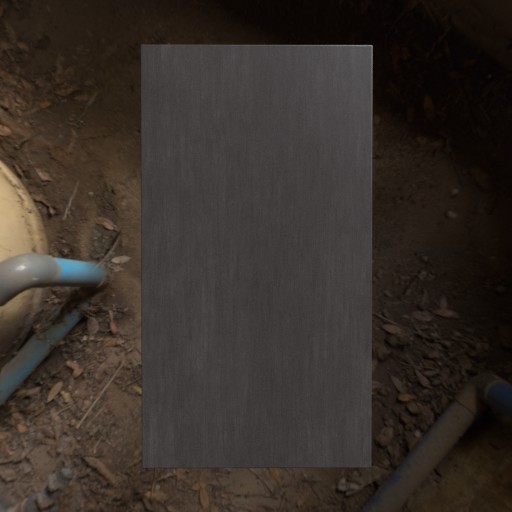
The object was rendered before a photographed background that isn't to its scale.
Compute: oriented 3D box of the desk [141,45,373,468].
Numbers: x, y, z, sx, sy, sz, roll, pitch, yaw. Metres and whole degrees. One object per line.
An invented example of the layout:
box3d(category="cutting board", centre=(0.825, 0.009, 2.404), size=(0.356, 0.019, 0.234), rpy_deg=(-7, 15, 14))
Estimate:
box3d(category="desk", centre=(0.000, 0.000, 1.526), size=(0.600, 0.750, 1.100), rpy_deg=(0, 91, 0))
